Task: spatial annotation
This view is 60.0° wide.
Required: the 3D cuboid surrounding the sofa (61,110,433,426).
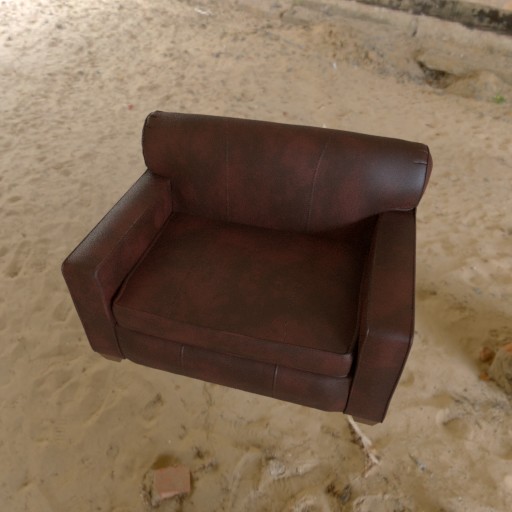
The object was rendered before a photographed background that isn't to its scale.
[{"bbox_3d":[0.000,0.000,2.064,1.413,0.956,1.000,10,42,12],"label":"sofa"}]
